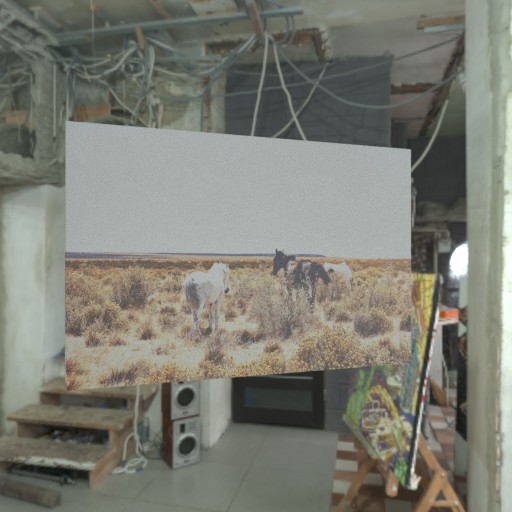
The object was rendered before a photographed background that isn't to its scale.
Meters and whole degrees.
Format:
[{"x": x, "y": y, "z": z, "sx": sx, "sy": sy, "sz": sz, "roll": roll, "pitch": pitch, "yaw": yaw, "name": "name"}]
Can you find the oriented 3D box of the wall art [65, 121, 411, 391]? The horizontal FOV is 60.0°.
[{"x": 0.000, "y": 0.000, "z": 1.436, "sx": 1.138, "sy": 0.761, "sz": 0.051, "roll": 0, "pitch": 0, "yaw": -17, "name": "wall art"}]
